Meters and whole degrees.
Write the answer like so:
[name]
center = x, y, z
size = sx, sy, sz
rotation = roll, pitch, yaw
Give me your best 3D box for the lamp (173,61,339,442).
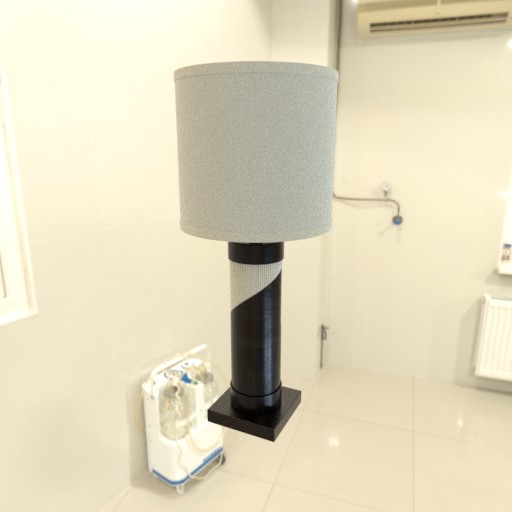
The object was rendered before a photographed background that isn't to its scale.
[lamp]
center = 0.000, 0.000, 0.635
size = 0.211, 0.509, 0.211
rotation = 7, 17, 25
